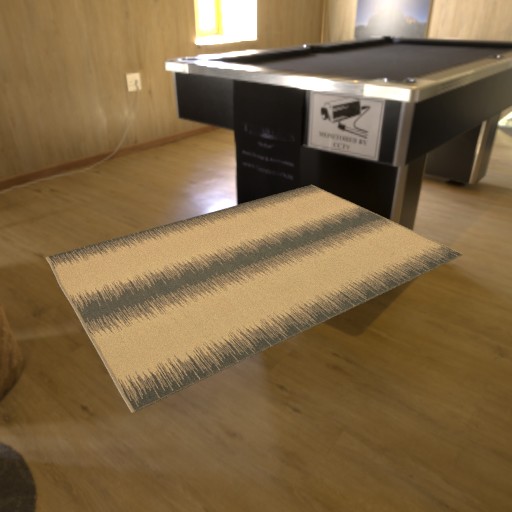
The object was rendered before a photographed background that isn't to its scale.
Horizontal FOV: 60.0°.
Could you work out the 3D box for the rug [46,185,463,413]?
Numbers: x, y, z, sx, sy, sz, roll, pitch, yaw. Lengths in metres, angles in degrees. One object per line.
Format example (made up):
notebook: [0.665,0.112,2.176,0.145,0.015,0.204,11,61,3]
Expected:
rug: [0.000,0.000,2.351,1.854,0.006,1.234,-19,35,-29]
